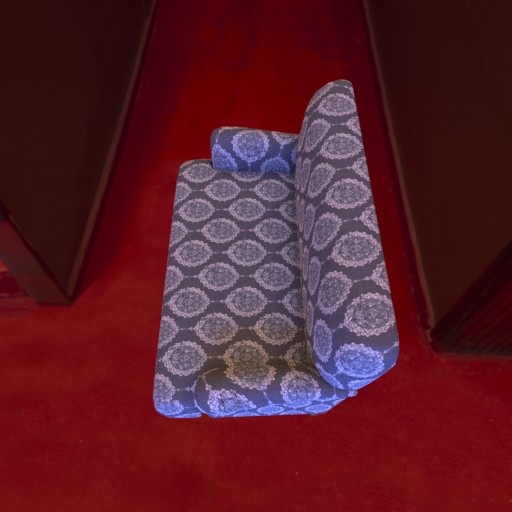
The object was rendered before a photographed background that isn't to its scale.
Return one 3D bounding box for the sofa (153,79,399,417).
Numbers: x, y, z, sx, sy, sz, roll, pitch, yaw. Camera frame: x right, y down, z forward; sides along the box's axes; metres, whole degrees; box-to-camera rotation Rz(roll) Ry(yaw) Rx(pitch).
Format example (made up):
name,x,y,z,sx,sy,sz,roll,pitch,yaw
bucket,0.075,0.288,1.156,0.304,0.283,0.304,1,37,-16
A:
name,x,y,z,sx,sy,sz,roll,pitch,yaw
sofa,0.000,0.000,1.842,0.779,0.867,1.297,0,59,0
